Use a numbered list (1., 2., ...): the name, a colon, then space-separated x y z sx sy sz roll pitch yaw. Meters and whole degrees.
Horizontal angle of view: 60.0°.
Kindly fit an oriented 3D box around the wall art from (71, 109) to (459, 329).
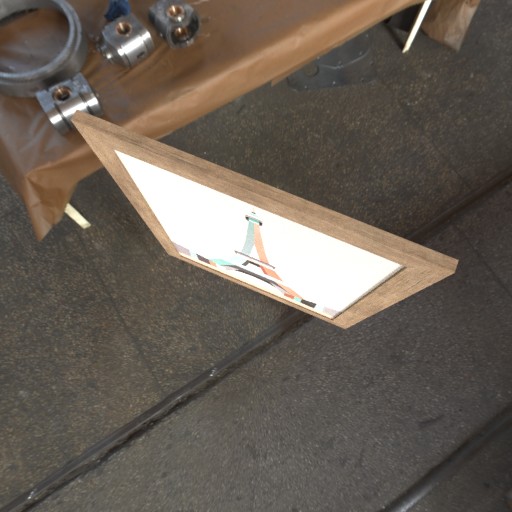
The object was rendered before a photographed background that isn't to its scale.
1. wall art: 0.000 0.000 0.900 0.534 0.686 0.018 23 76 6
